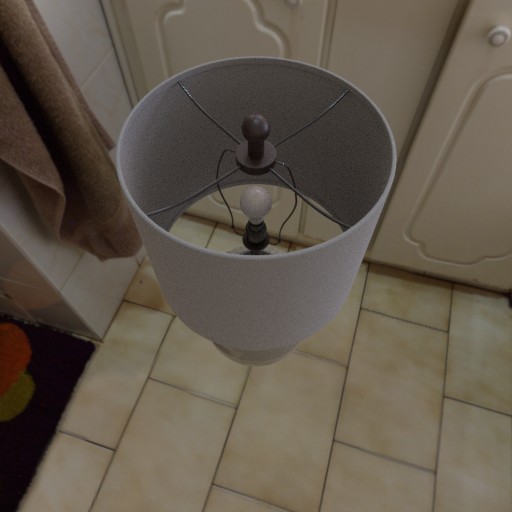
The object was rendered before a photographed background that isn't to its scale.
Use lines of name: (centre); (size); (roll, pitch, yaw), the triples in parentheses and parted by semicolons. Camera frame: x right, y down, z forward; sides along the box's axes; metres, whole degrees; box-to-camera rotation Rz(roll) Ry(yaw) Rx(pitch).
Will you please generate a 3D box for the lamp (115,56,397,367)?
lamp: (0.000, 0.000, 0.718); (0.318, 0.567, 0.318); (0, 58, 0)
